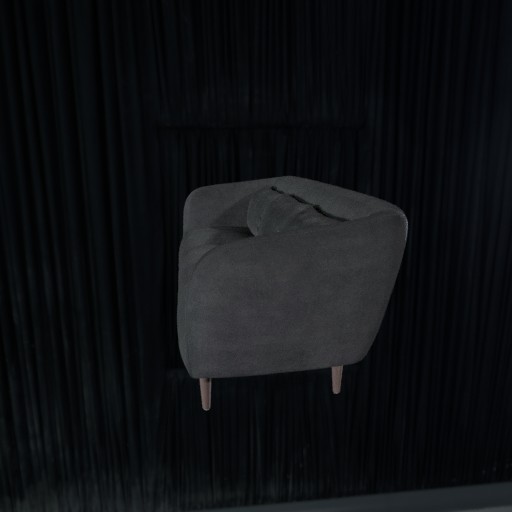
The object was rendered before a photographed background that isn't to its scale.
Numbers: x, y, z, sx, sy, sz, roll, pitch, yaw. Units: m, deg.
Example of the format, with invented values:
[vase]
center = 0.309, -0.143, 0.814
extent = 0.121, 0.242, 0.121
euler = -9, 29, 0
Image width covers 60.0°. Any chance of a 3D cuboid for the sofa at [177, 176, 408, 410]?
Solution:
[sofa]
center = 0.000, 0.000, 2.731
extent = 0.956, 0.875, 2.296
euler = -2, 14, -9
